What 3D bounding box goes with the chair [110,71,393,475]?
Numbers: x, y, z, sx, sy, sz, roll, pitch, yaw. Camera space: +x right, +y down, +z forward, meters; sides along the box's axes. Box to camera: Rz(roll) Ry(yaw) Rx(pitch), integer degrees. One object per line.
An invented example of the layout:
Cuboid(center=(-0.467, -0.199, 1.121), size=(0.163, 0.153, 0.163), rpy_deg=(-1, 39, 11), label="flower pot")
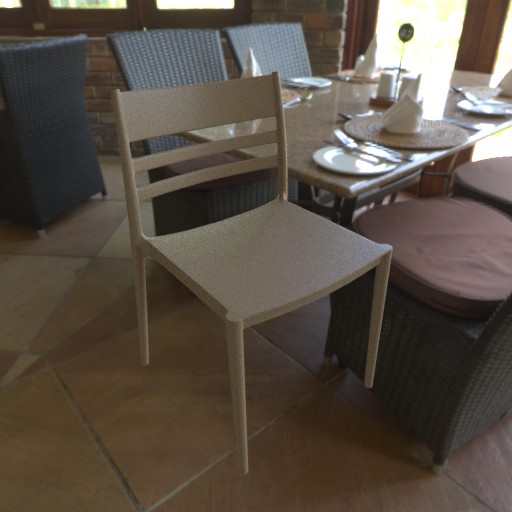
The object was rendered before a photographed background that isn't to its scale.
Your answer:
Cuboid(center=(0.000, 0.000, 1.133), size=(0.531, 0.800, 0.511), rpy_deg=(-21, 36, -31), label="chair")
